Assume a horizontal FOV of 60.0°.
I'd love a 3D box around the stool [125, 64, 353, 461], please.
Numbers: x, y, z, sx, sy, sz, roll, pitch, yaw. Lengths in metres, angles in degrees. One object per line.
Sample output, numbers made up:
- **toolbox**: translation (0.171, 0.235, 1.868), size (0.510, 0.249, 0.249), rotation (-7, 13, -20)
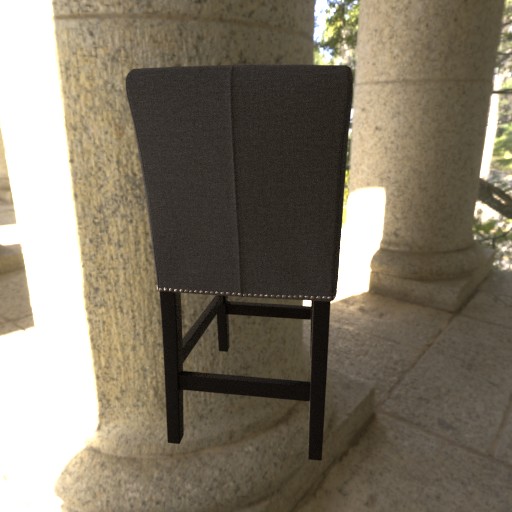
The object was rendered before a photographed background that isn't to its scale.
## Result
- **stool**: translation (0.000, 0.000, 1.176), size (0.427, 0.885, 0.571), rotation (3, 18, 8)
